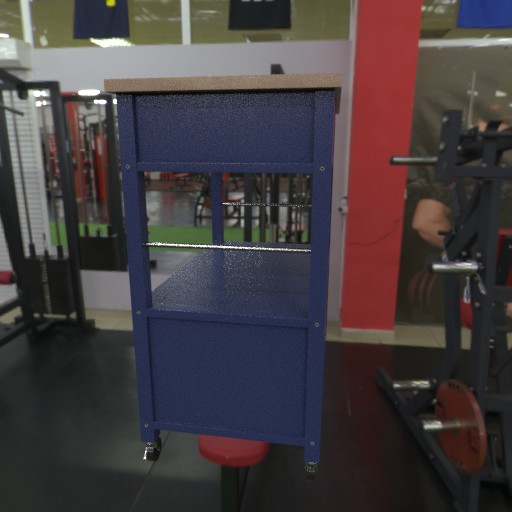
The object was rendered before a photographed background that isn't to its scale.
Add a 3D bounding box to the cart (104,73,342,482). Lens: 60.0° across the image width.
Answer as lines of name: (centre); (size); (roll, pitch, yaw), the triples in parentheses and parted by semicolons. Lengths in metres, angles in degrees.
cart: (0.000, 0.000, 1.335); (0.459, 0.901, 0.840); (2, 14, 10)
